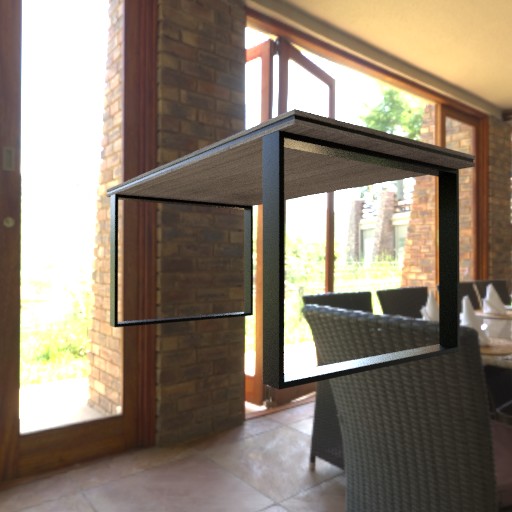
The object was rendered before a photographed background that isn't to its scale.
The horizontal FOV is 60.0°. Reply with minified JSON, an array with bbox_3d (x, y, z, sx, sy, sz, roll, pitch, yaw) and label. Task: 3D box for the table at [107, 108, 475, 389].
[{"bbox_3d":[0.000,0.000,2.032,0.881,0.736,1.579,1,-1,-35],"label":"table"}]
